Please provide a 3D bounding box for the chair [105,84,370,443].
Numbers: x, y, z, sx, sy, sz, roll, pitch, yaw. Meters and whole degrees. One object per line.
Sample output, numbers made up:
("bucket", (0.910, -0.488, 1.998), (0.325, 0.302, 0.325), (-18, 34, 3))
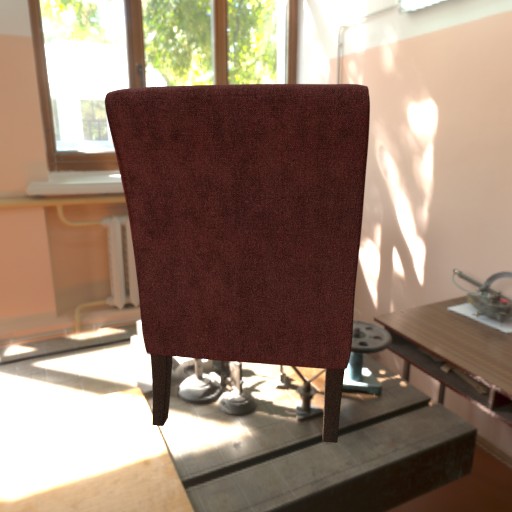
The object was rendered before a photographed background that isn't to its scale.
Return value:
("chair", (0.000, 0.000, 1.253), (0.538, 0.846, 0.640), (2, 15, 9))
